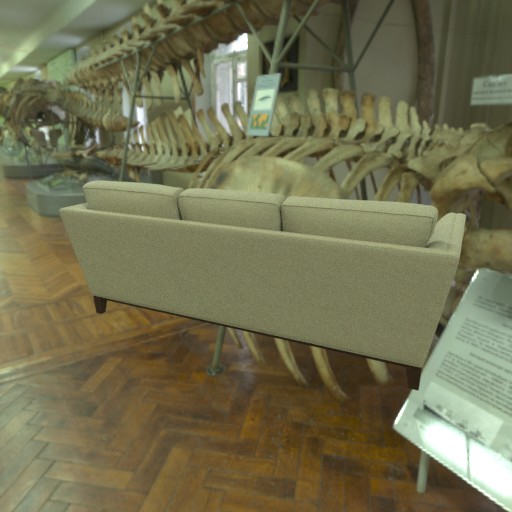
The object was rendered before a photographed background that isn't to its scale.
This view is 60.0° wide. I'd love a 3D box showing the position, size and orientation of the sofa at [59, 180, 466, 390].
[{"bbox_3d":[0.000,0.000,2.876,2.388,0.940,0.965,8,19,25],"label":"sofa"}]
